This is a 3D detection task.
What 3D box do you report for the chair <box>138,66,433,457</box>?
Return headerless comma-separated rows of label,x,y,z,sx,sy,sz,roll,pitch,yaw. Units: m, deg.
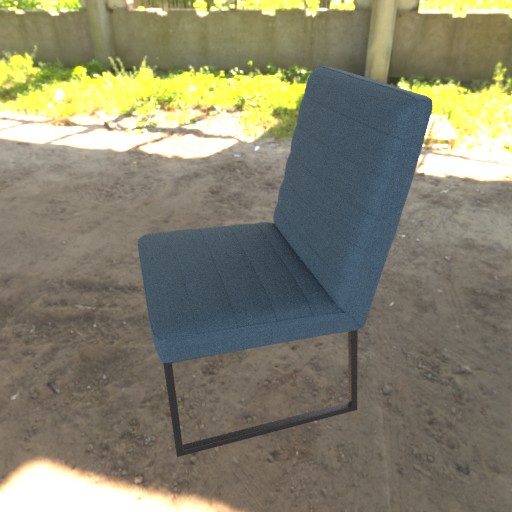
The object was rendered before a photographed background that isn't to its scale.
chair,0.000,0.000,1.257,0.634,0.930,0.520,-9,32,-15
